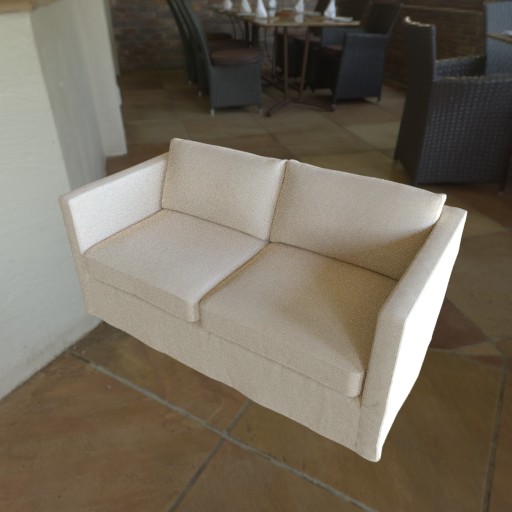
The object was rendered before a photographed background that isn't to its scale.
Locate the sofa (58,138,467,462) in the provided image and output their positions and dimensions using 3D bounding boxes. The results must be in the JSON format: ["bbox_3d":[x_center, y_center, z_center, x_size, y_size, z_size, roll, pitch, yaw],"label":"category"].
[{"bbox_3d":[0.000,0.000,2.243,1.746,0.834,0.962,19,37,28],"label":"sofa"}]
